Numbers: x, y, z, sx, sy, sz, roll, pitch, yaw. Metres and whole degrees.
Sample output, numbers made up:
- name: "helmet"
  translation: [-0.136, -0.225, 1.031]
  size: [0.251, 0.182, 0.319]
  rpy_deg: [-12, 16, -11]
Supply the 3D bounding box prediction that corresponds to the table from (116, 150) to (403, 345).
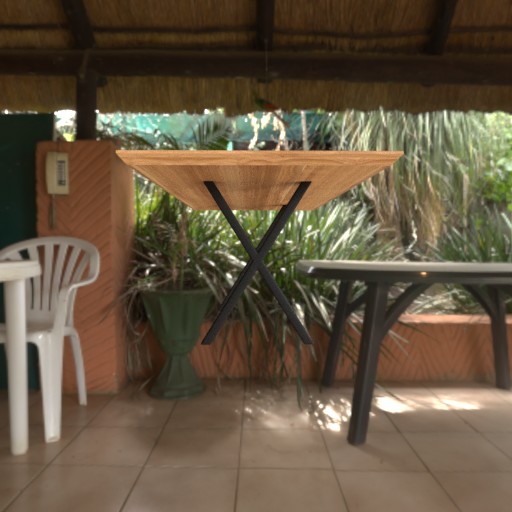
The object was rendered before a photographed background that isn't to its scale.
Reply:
- name: "table"
  translation: [0.000, 0.000, 2.545]
  size: [1.000, 0.770, 2.000]
  rpy_deg: [0, 1, -1]
